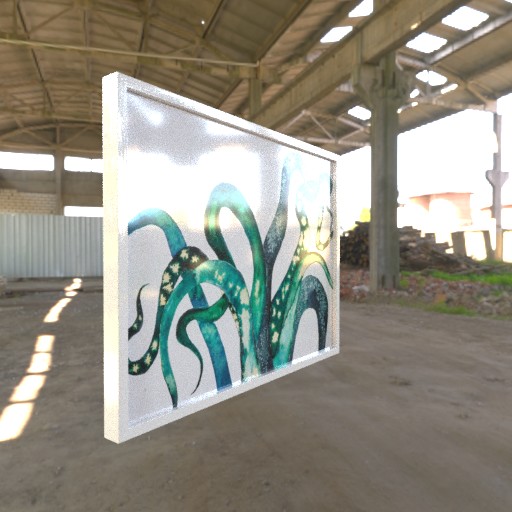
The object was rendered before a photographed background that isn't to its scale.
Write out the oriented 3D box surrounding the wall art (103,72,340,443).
[{"bbox_3d":[0.000,0.000,1.369,0.053,0.787,1.041,1,1,37],"label":"wall art"}]
